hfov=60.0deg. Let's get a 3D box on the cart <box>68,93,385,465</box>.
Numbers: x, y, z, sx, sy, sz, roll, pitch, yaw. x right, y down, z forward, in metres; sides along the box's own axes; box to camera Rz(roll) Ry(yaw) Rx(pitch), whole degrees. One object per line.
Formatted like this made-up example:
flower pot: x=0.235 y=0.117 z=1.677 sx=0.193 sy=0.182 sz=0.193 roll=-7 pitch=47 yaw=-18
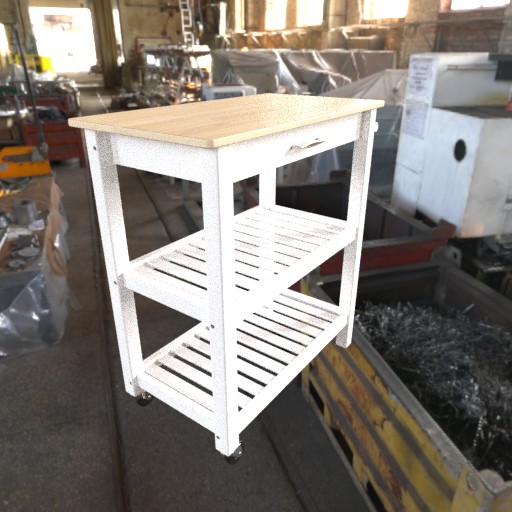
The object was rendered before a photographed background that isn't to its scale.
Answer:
cart: x=0.000 y=0.000 z=1.450 sx=0.457 sy=0.927 sz=0.899 roll=17 pitch=30 yaw=33
